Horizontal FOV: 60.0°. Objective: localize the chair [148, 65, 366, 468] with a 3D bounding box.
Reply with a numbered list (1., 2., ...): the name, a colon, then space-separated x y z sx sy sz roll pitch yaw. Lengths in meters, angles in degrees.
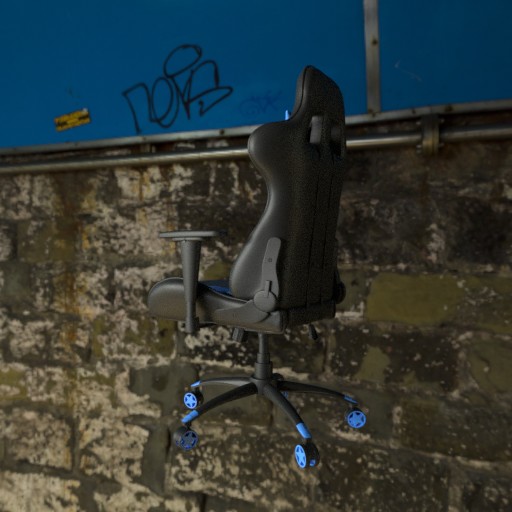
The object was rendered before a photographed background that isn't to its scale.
1. chair: 0.000 0.000 1.693 0.730 1.282 0.695 0 0 34
